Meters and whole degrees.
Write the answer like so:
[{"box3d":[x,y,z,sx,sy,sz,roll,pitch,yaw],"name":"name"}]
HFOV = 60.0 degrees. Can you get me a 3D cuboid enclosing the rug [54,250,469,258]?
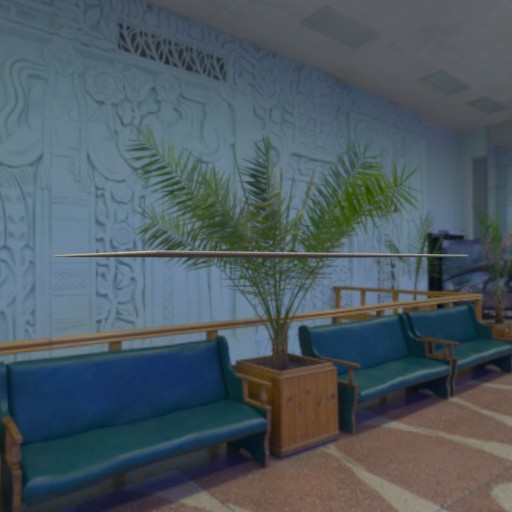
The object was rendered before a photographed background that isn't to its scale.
[{"box3d":[0.000,0.000,4.160,3.039,0.018,2.462,0,-1,-36],"name":"rug"}]
